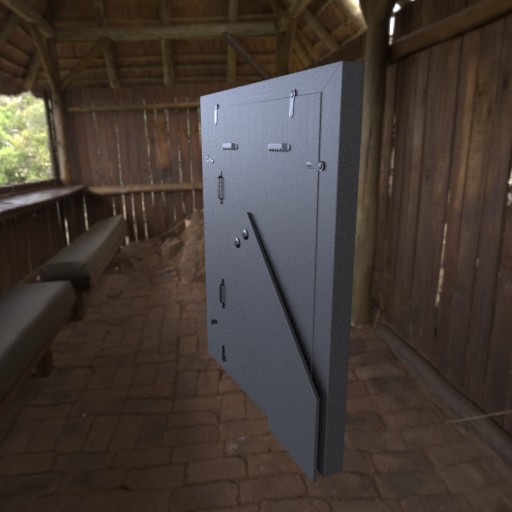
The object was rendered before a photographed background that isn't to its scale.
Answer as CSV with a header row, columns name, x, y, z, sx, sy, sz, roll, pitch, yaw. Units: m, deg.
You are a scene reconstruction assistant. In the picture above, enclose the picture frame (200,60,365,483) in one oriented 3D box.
name,x,y,z,sx,sy,sz,roll,pitch,yaw
picture frame,0.000,0.000,0.524,0.036,0.383,0.307,-7,16,-27
